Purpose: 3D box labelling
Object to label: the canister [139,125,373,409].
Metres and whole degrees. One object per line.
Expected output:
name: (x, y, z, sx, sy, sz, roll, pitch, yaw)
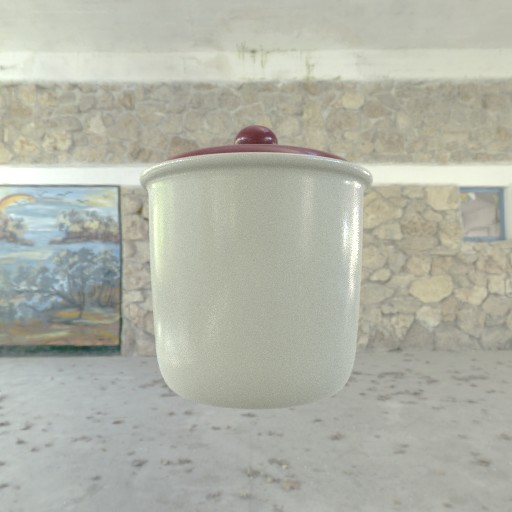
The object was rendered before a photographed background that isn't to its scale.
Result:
canister: (0.000, 0.000, 0.354, 0.182, 0.208, 0.182, 0, -2, 0)
